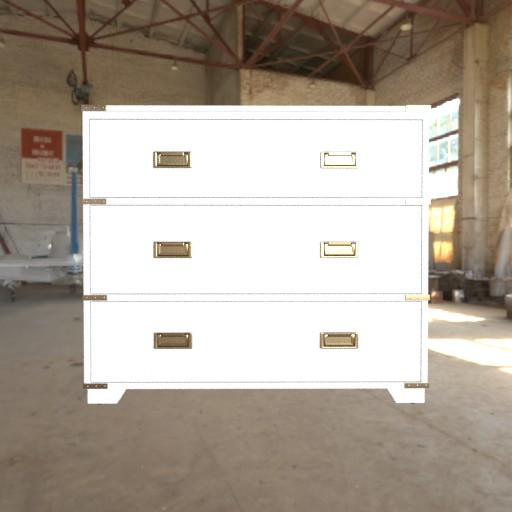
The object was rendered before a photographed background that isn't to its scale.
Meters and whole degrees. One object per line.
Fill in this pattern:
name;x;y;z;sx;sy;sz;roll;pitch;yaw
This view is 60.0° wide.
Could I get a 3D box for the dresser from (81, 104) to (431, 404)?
dresser;0.000;0.000;1.530;1.022;0.891;0.460;0;1;0
